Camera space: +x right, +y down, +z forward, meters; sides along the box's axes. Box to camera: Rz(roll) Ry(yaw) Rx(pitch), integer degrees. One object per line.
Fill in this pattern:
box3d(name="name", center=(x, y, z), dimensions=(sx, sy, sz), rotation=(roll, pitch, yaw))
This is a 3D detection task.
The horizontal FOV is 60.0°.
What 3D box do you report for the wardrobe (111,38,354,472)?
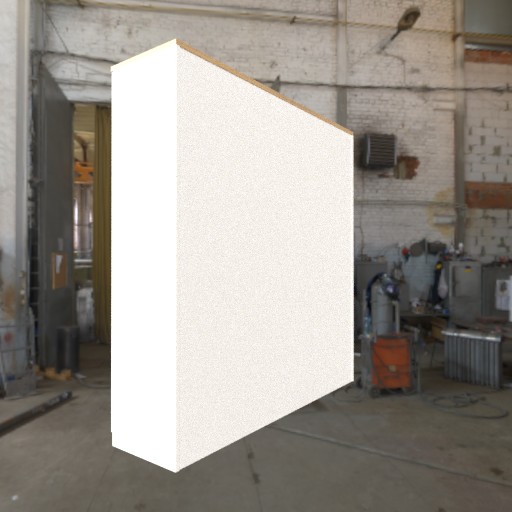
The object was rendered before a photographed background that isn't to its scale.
box3d(name="wardrobe", center=(0.000, 0.000, 3.346), dimensions=(0.590, 2.260, 2.160), rotation=(0, 0, 37))
